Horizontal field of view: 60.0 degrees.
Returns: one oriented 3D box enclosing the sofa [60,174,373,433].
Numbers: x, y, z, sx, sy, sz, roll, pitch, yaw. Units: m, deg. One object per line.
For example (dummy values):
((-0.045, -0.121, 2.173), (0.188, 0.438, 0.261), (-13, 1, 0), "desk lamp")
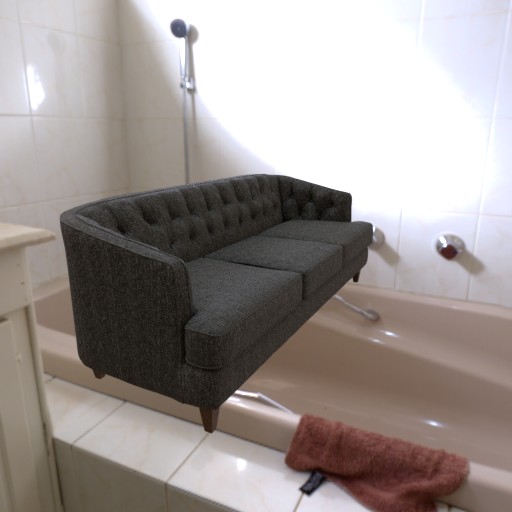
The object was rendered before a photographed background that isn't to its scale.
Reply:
((0.000, 0.000, 2.736), (0.941, 0.855, 2.278), (8, 17, 27), "sofa")
